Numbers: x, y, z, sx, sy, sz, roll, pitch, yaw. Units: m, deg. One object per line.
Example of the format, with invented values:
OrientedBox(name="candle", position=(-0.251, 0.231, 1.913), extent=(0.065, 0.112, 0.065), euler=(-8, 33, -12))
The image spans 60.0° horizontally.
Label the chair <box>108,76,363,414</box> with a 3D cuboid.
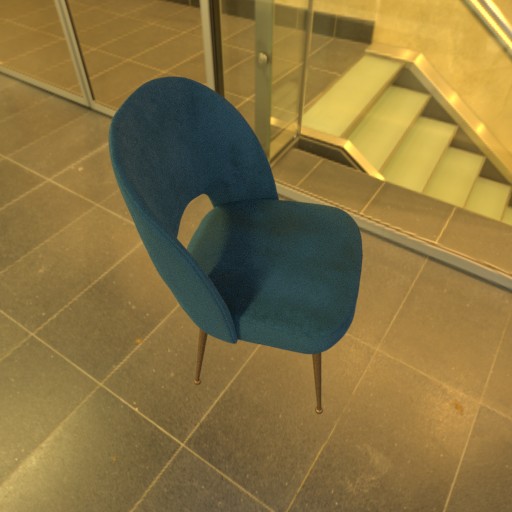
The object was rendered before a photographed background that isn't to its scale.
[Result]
OrientedBox(name="chair", position=(0.000, 0.000, 1.226), extent=(0.577, 0.860, 0.527), euler=(10, 47, 10))
